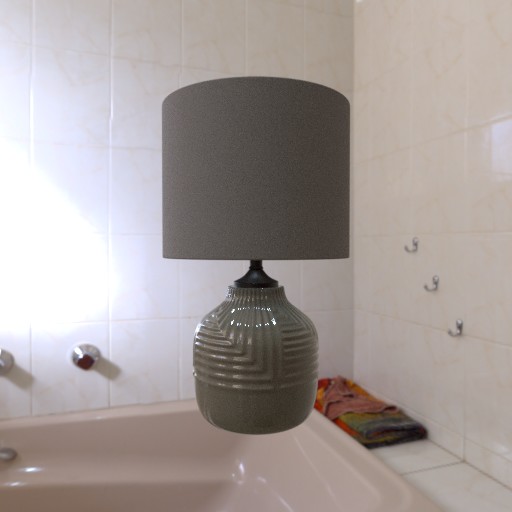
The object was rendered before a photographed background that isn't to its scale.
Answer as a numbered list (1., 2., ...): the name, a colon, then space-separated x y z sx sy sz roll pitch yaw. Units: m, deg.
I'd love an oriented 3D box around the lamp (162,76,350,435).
1. lamp: 0.000 0.000 0.769 0.318 0.567 0.318 0 1 0
